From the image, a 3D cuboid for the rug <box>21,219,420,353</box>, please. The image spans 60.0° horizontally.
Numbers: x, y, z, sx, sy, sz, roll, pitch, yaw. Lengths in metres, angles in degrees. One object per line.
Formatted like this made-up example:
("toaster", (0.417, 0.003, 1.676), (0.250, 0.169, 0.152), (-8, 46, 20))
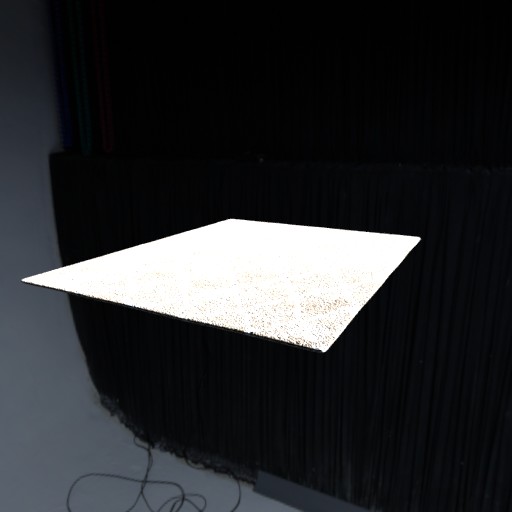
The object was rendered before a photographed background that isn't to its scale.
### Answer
("rug", (0.000, 0.000, 4.098), (2.438, 0.029, 3.047), (8, 17, 27))
